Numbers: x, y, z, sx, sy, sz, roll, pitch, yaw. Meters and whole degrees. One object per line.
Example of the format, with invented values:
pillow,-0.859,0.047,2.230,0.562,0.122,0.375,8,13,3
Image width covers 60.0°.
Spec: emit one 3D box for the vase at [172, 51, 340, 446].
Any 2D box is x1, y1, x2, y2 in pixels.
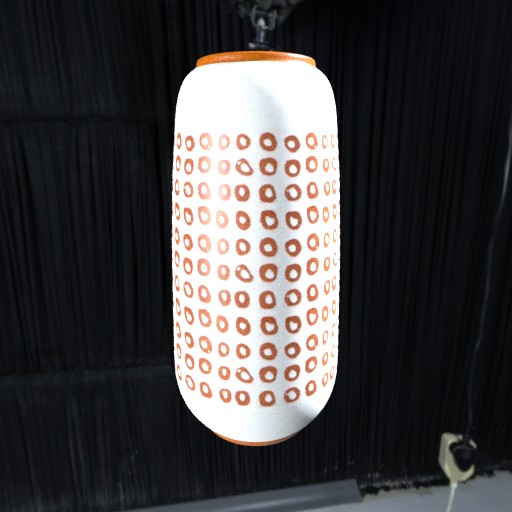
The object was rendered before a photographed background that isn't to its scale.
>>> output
vase,0.000,0.000,0.347,0.133,0.282,0.133,0,15,0
